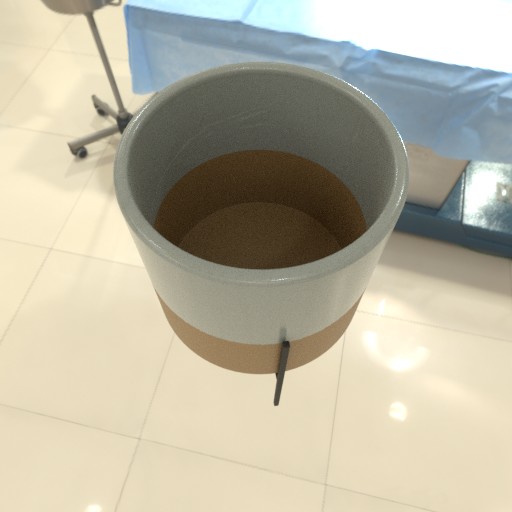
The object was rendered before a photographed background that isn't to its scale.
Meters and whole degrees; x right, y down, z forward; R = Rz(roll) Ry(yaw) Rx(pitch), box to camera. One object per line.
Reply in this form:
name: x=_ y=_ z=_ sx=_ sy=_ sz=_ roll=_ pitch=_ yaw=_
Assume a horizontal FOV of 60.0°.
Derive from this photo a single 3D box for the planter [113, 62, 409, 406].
planter: x=0.000 y=0.000 z=0.723 sx=0.360 sy=0.480 sz=0.348 roll=17 pitch=61 yaw=10
